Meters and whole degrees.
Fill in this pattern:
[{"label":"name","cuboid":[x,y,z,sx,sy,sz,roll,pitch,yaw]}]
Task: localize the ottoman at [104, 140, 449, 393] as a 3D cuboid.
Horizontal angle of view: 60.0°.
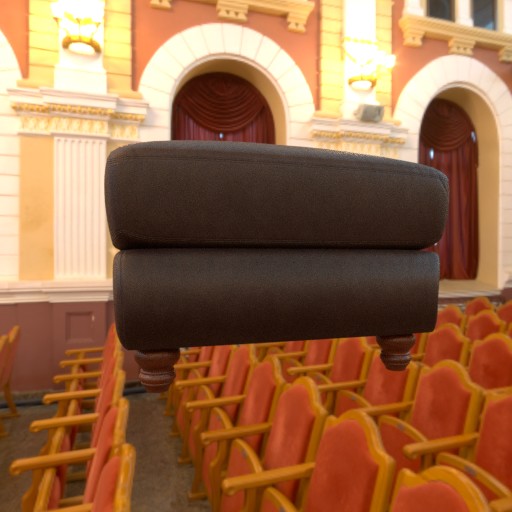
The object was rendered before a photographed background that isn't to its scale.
[{"label":"ottoman","cuboid":[0.000,0.000,1.254,0.806,0.569,0.670,0,0,-17]}]
